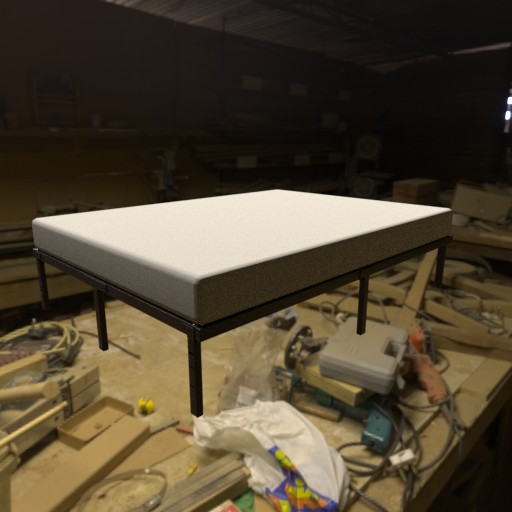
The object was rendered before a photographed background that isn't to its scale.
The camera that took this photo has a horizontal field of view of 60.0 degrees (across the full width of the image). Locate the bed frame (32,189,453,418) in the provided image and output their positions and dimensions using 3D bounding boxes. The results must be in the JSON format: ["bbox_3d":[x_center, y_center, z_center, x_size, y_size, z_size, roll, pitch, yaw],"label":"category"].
[{"bbox_3d":[0.000,0.000,3.472,2.635,0.680,1.990,-14,21,-43],"label":"bed frame"}]
